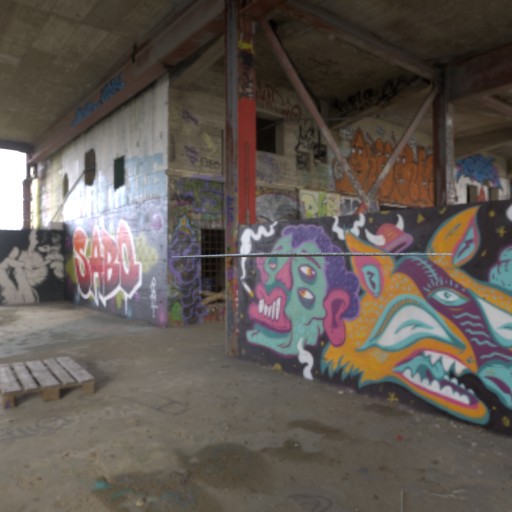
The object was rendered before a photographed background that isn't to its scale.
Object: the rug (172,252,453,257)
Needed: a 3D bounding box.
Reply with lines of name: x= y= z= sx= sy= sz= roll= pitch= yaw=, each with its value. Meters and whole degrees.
rug: x=0.000 y=0.000 z=2.654 sx=0.688 sy=0.008 sz=2.443 roll=0 pitch=0 yaw=-19
